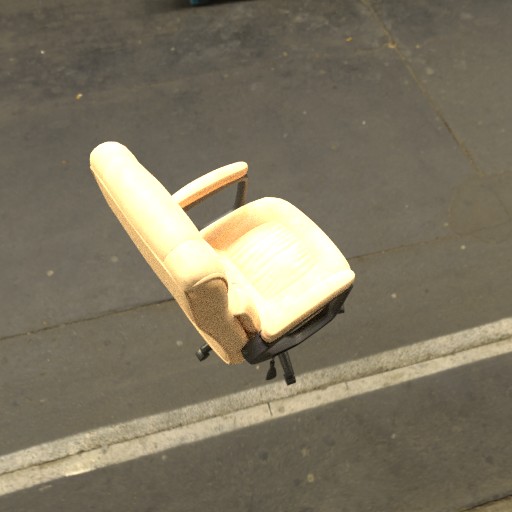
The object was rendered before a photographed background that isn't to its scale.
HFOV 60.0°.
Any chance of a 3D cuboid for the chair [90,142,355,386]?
[{"bbox_3d":[0.000,0.000,1.547,0.724,1.105,0.667,-32,64,-18],"label":"chair"}]
